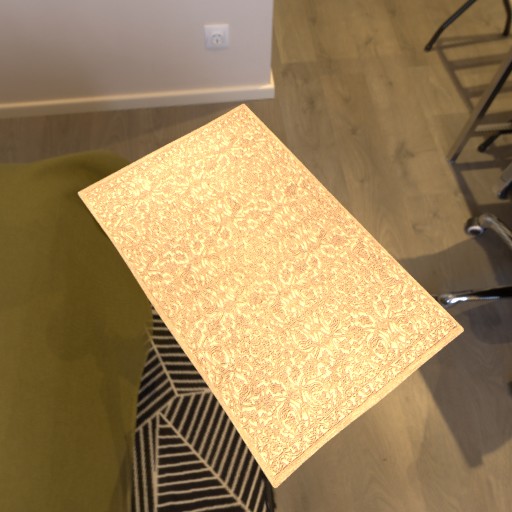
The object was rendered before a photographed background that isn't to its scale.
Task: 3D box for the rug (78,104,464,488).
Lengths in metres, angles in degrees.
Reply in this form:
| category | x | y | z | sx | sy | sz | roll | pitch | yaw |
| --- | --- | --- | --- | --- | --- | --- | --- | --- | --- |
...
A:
| category | x | y | z | sx | sy | sz | roll | pitch | yaw |
| --- | --- | --- | --- | --- | --- | --- | --- | --- | --- |
| rug | 0.000 | 0.000 | 3.073 | 1.529 | 0.012 | 2.435 | -33 | 68 | -15 |
